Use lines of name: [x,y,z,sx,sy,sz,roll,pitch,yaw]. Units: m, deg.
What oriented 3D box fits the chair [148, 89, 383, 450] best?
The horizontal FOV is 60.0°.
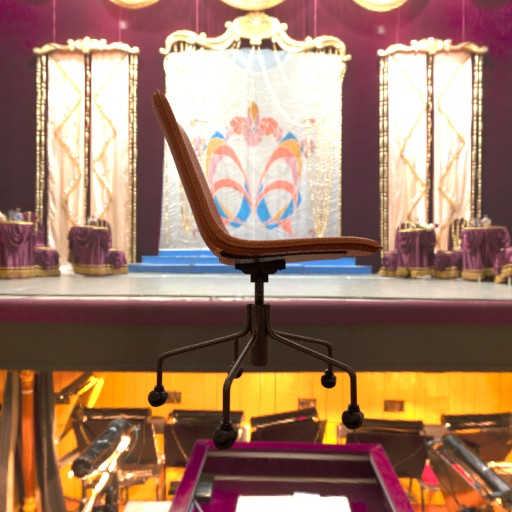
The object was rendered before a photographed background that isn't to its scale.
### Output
chair: [0.000,0.000,1.356,0.660,0.920,0.651,0,0,0]
